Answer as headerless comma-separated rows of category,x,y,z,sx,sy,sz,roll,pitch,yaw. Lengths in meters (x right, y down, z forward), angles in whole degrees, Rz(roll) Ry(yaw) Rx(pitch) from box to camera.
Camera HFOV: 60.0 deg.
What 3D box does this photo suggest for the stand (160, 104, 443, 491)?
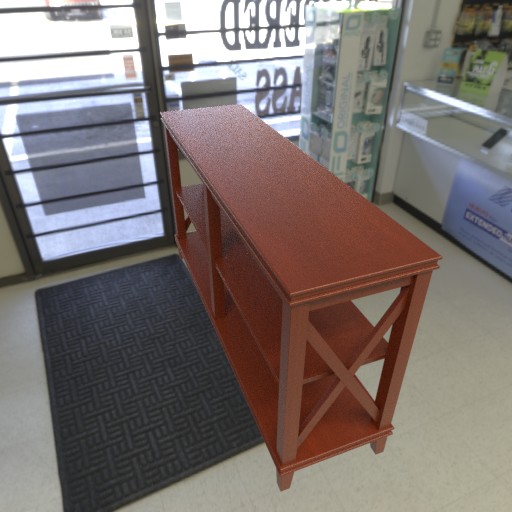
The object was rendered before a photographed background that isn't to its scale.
stand,0.000,0.000,1.690,0.381,0.762,1.372,-12,36,-17
